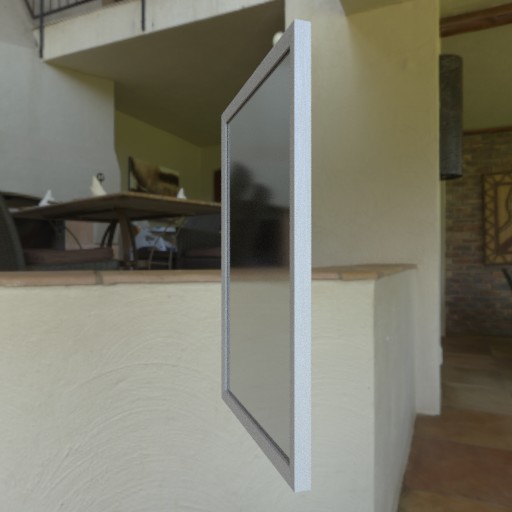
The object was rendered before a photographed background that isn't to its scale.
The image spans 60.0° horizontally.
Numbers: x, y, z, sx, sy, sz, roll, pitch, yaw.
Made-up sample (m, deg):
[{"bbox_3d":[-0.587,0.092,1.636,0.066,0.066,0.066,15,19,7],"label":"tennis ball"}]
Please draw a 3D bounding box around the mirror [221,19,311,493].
[{"bbox_3d":[0.000,0.000,1.151,0.040,0.915,0.609,0,0,-18],"label":"mirror"}]
